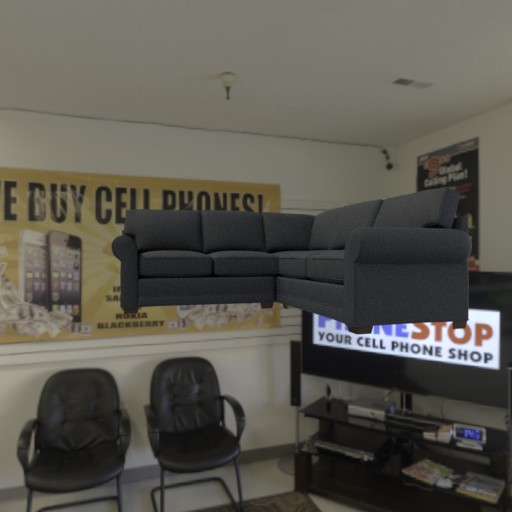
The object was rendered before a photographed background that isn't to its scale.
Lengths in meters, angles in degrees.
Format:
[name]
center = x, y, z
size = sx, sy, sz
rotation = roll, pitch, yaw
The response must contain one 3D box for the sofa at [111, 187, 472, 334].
[sofa]
center = 0.000, 0.000, 3.959
size = 2.487, 1.042, 2.562
rotation = 0, 0, -17
